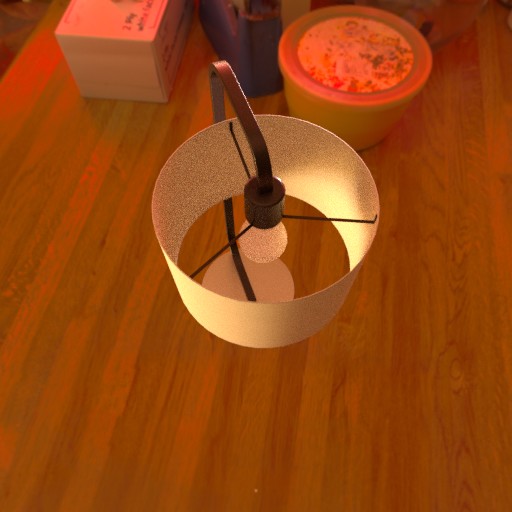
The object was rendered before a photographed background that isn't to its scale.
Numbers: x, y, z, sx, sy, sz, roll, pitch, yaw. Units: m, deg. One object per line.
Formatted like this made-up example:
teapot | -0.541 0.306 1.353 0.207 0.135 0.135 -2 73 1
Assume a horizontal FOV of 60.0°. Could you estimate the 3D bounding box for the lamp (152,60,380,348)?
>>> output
lamp | 0.000 0.000 0.620 0.230 0.473 0.288 -17 63 -9
